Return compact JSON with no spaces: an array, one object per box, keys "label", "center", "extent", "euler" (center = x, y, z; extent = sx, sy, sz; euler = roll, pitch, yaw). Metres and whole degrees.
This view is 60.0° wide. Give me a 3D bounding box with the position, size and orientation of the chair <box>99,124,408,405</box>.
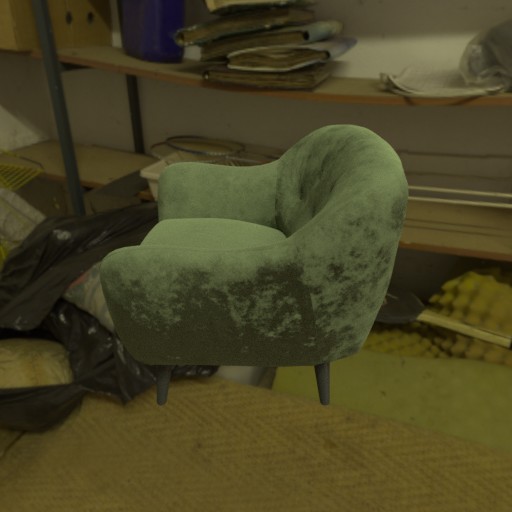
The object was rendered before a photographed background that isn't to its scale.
[{"label":"chair","center":[0.000,0.000,1.523],"extent":[0.819,0.804,0.840],"euler":[0,27,0]}]
